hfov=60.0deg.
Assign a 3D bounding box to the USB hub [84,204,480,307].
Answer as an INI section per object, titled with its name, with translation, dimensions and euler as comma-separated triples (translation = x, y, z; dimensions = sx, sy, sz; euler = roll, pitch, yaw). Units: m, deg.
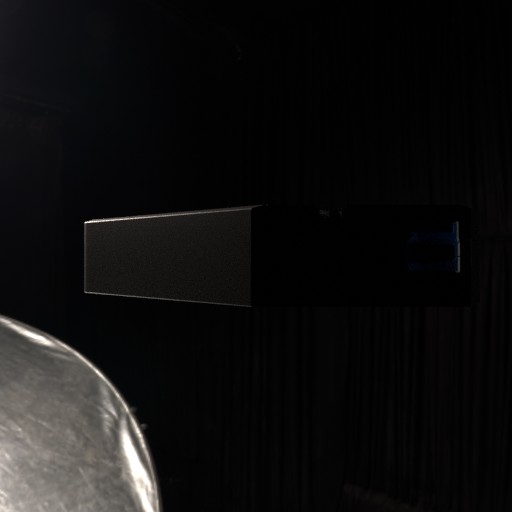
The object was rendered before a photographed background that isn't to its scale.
[USB hub]
translation = 0.000, 0.000, 0.127
dimensions = 0.110, 0.023, 0.044
euler = 0, 0, 37
